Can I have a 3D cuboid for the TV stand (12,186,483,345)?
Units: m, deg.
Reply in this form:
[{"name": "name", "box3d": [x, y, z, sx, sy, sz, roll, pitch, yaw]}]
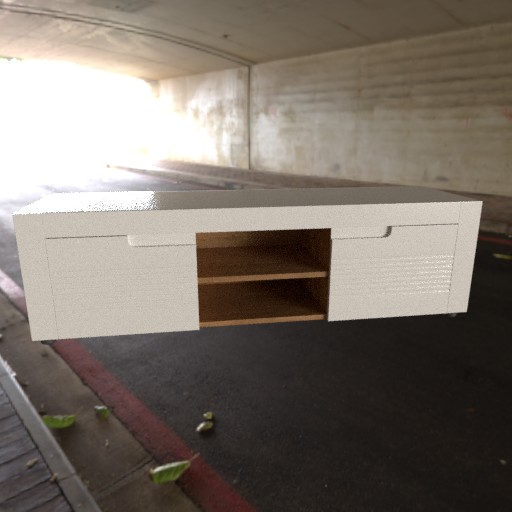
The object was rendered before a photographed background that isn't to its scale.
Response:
[{"name": "TV stand", "box3d": [0.000, 0.000, 1.657, 1.500, 0.440, 0.410, -2, 16, -8]}]
